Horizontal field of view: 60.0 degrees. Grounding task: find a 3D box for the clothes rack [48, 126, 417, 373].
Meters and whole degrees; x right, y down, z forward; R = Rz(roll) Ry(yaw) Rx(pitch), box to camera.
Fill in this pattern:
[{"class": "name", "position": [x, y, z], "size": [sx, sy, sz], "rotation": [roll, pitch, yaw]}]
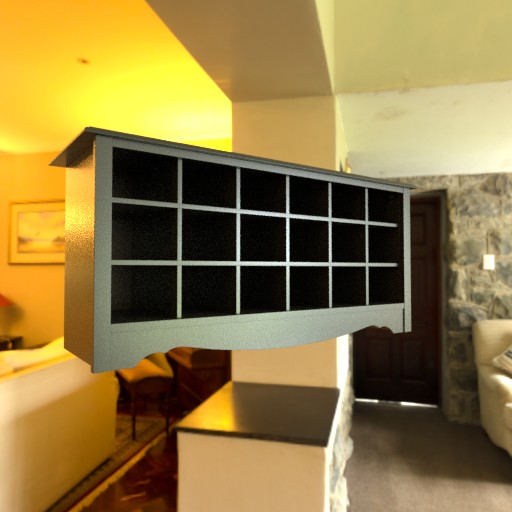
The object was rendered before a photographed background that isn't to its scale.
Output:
[{"class": "clothes rack", "position": [0.000, 0.000, 1.490], "size": [1.219, 0.556, 0.406], "rotation": [1, -2, -35]}]
